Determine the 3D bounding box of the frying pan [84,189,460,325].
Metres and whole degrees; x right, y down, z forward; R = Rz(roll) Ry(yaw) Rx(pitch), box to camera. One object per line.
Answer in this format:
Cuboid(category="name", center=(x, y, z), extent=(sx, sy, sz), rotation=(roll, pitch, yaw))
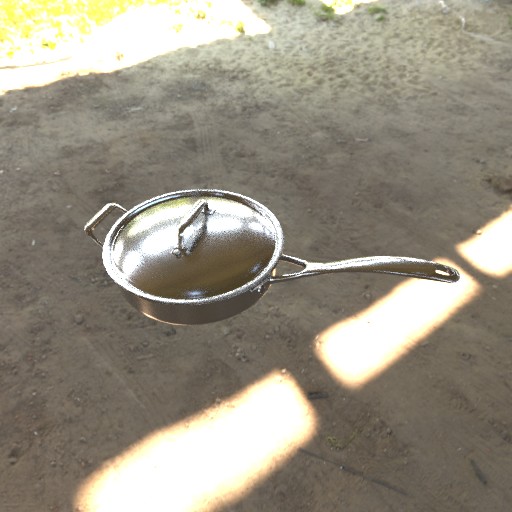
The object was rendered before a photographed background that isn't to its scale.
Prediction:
Cuboid(category="frying pan", center=(0.000, 0.000, 0.674), extent=(0.561, 0.114, 0.280), rotation=(13, 43, 14))
